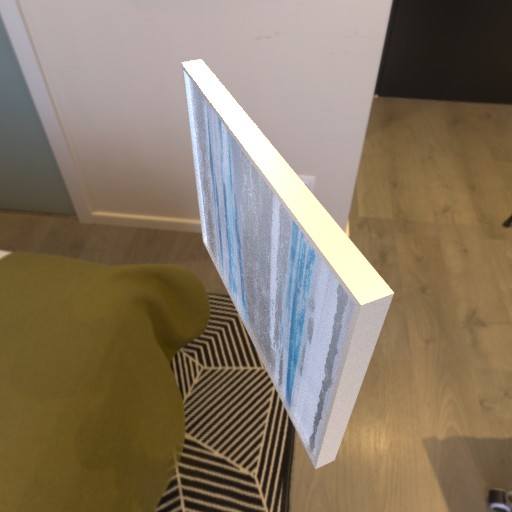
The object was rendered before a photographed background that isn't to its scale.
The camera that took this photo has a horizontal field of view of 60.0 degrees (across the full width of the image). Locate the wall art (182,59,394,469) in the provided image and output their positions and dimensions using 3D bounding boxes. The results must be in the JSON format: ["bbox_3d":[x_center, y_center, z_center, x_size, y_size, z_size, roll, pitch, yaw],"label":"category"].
[{"bbox_3d":[0.000,0.000,1.381,0.066,0.801,1.056,-17,49,-16],"label":"wall art"}]
